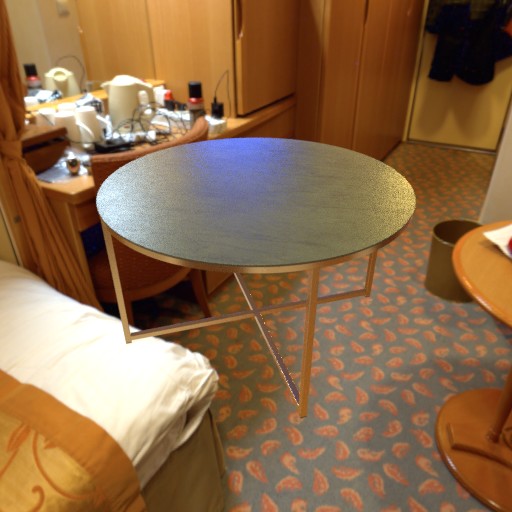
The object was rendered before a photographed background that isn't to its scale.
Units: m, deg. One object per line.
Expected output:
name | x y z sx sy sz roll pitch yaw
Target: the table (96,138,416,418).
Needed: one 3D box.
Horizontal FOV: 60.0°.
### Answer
table | 0.000 0.000 1.278 0.800 0.450 0.800 0 31 0
